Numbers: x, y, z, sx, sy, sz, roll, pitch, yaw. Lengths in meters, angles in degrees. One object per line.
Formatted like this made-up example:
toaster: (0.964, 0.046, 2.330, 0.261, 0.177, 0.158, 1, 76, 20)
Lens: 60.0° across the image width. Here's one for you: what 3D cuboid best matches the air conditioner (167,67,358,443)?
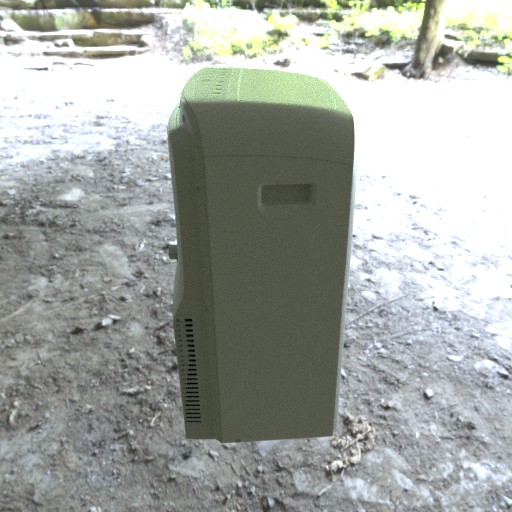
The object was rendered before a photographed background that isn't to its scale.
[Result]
air conditioner: (0.000, 0.000, 0.936, 0.365, 0.700, 0.454, 0, 31, -1)
